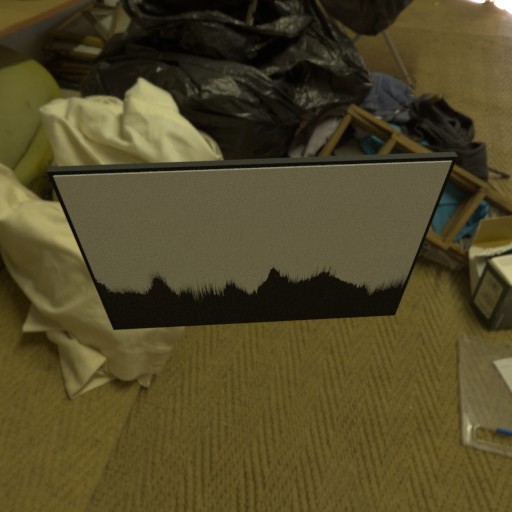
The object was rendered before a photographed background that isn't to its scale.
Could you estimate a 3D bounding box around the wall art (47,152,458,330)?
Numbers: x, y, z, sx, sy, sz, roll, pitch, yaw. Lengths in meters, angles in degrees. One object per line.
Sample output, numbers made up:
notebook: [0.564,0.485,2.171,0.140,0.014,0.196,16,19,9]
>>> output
wall art: [0.000,0.000,1.582,1.190,0.805,0.028,-3,47,-2]
